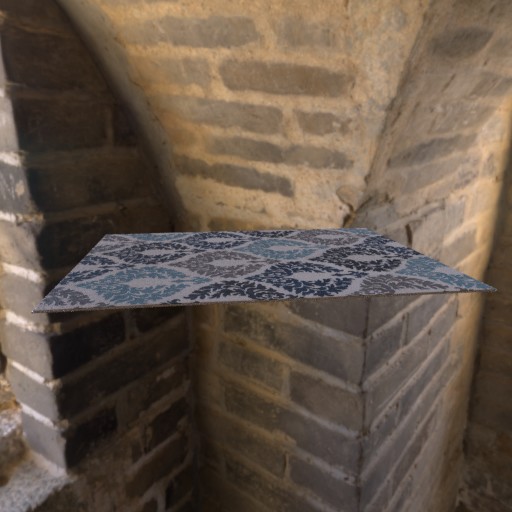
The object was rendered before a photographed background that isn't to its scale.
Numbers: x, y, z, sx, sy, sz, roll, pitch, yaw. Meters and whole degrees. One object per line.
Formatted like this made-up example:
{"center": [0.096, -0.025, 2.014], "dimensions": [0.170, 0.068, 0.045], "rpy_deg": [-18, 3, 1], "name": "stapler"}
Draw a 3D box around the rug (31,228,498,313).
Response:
{"center": [0.000, 0.000, 3.993], "dimensions": [3.040, 0.014, 2.423], "rpy_deg": [-2, 14, -8], "name": "rug"}
